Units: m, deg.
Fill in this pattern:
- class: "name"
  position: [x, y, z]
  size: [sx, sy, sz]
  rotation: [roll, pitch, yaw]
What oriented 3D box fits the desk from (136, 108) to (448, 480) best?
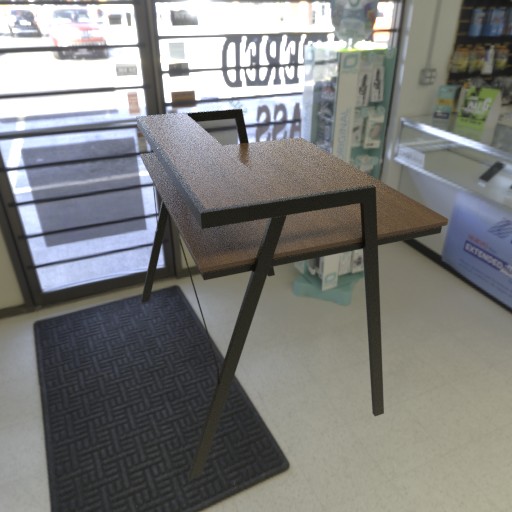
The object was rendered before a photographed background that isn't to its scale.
- class: "desk"
  position: [0.000, 0.000, 1.908]
  size: [0.936, 0.998, 1.143]
  rotation: [-11, 31, -18]
